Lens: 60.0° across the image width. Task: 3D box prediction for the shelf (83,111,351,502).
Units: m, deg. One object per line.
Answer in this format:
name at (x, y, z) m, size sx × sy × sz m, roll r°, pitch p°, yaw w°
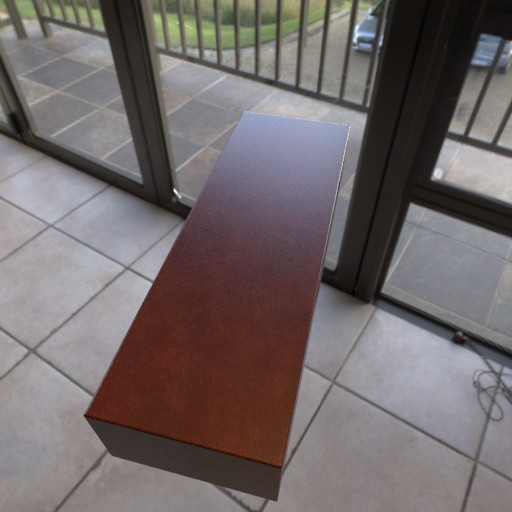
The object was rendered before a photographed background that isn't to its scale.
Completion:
shelf at (0.000, 0.000, 0.503) m, size 0.152 × 0.088 × 0.457 m, roll 11°, pitch 48°, yaw 10°
